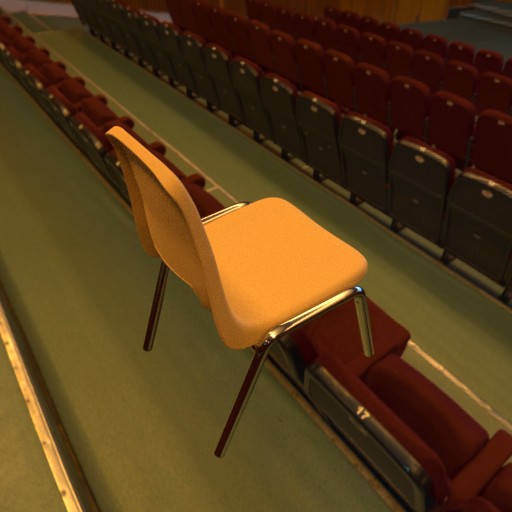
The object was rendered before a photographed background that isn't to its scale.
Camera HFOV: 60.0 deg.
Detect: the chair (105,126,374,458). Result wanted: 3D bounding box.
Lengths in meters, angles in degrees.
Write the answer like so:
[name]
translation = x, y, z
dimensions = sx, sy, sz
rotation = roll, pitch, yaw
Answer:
[chair]
translation = 0.000, 0.000, 0.841
dimensions = 0.423, 0.586, 0.354
rotation = -26, 48, -27
